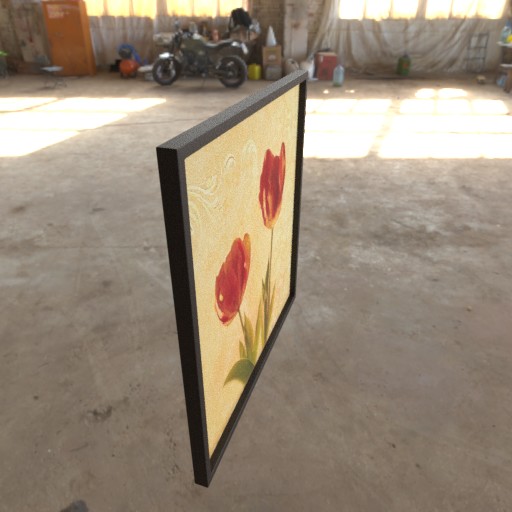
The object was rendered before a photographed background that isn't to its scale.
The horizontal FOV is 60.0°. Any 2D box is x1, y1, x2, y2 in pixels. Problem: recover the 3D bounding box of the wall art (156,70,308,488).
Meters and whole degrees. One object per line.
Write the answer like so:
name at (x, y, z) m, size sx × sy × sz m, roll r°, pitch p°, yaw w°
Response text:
wall art at (0.000, 0.000, 1.167) m, size 0.043 × 0.807 × 0.805 m, roll 10°, pitch 32°, yaw 16°
